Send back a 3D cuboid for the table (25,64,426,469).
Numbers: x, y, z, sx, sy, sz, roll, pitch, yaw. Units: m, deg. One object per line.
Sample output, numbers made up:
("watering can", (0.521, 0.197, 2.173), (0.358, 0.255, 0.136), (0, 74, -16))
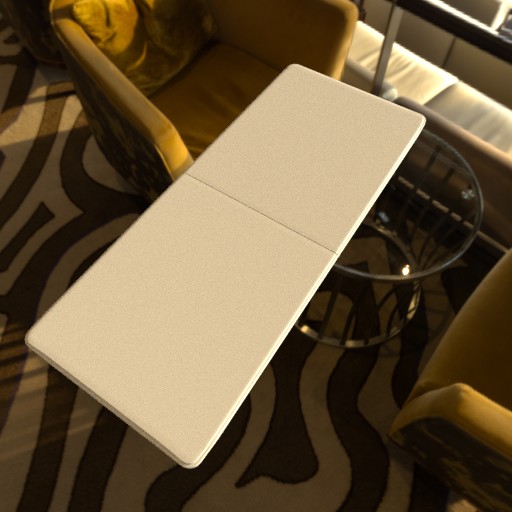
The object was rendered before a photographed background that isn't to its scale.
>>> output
("table", (0.000, 0.000, 2.123), (0.761, 0.719, 1.829), (30, 63, 17))
